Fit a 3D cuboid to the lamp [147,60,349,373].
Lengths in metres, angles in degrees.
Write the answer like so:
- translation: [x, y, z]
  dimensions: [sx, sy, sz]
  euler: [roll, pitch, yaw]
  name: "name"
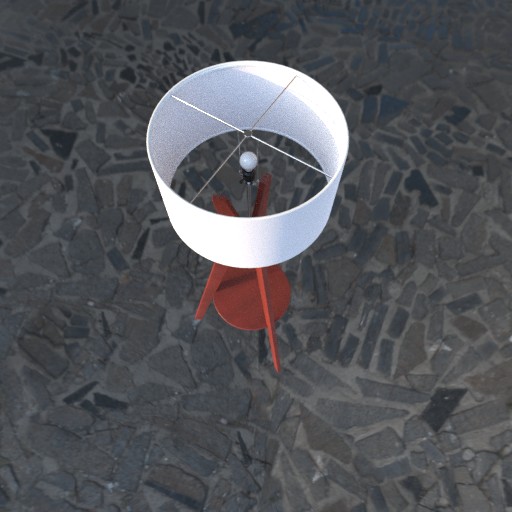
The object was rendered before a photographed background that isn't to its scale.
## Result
- translation: [0.000, 0.000, 1.714]
  dimensions: [0.539, 1.472, 0.542]
  euler: [30, 68, 13]
  name: "lamp"
